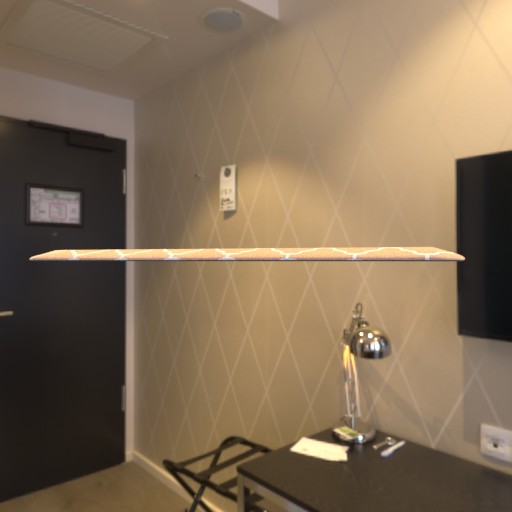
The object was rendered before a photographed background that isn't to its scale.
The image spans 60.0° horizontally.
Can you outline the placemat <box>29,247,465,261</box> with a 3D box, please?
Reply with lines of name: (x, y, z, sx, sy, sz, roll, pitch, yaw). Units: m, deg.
placemat: (0.000, 0.000, 0.951, 0.762, 0.021, 0.508, 0, -1, 18)
